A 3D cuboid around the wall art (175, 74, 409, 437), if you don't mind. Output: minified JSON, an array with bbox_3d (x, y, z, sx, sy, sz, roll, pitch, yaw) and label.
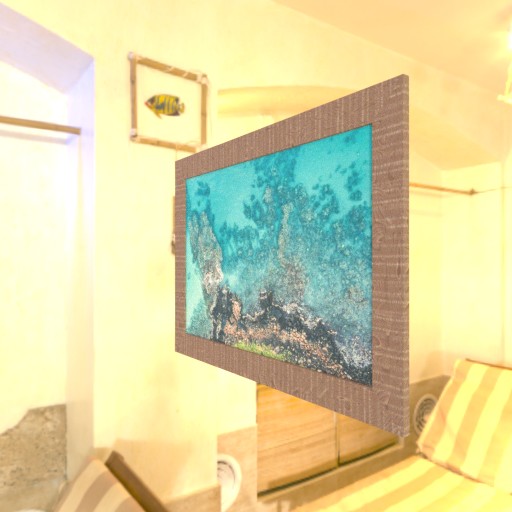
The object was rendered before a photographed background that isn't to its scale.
[{"bbox_3d":[0.000,0.000,1.353,0.020,0.761,1.056,0,0,-37],"label":"wall art"}]
